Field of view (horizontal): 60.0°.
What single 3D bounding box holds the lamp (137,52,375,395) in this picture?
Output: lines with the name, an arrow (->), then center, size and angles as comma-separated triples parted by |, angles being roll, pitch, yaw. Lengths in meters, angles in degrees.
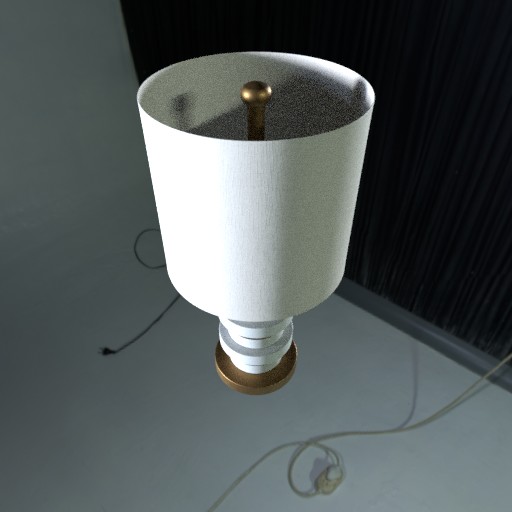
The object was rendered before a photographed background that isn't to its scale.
lamp -> 0.000, 0.000, 0.530 | 0.210, 0.410, 0.210 | 25, 47, 26
